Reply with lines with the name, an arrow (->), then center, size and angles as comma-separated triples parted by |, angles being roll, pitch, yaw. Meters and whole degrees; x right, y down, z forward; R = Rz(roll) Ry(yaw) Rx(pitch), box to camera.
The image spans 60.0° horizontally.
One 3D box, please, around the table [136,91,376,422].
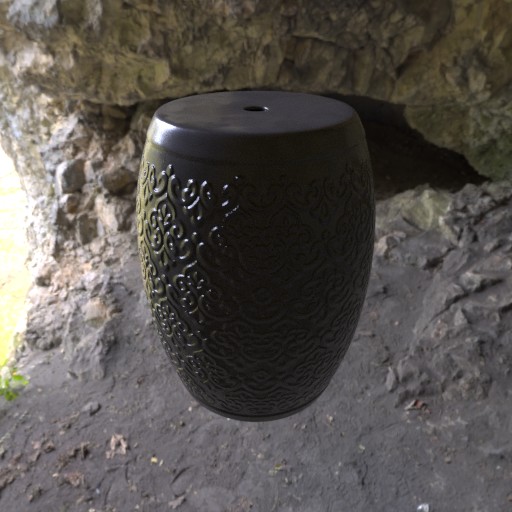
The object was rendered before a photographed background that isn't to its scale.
table -> 0.000, 0.000, 0.610 | 0.309, 0.397, 0.309 | 0, 30, 0
